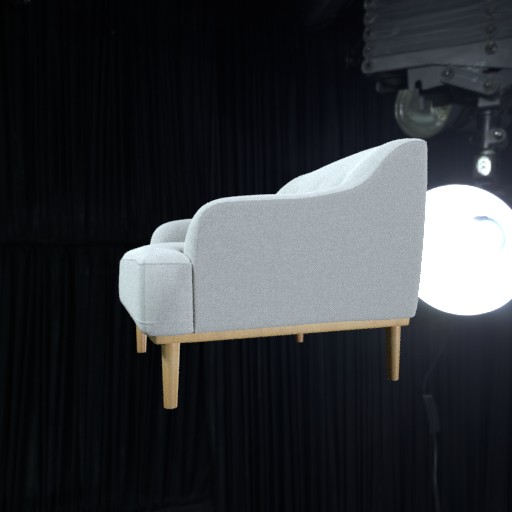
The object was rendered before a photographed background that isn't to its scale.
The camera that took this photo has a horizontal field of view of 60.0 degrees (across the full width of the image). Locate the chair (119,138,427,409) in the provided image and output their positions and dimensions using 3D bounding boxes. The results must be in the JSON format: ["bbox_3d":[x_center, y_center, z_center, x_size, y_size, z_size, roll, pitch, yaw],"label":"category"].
[{"bbox_3d":[0.000,0.000,1.682,0.951,0.818,0.946,0,0,-20],"label":"chair"}]
